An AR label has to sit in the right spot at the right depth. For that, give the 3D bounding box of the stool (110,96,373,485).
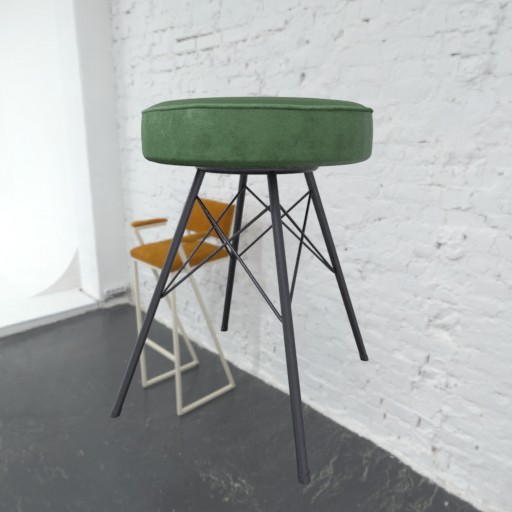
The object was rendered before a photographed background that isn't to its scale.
[{"bbox_3d":[0.000,0.000,0.905,0.430,0.595,0.457,7,17,25],"label":"stool"}]
